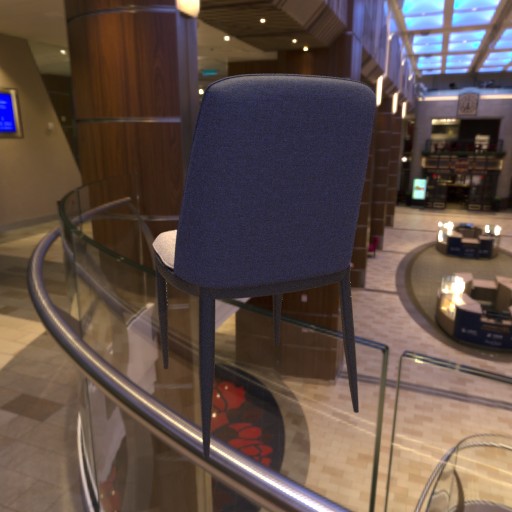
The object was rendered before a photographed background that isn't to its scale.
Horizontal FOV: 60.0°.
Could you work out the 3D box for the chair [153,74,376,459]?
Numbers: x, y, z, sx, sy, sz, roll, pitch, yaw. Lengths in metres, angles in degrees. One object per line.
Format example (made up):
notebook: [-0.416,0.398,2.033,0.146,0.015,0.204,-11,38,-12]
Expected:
chair: [0.000,0.000,1.180,0.480,0.839,0.551,-7,17,-24]
